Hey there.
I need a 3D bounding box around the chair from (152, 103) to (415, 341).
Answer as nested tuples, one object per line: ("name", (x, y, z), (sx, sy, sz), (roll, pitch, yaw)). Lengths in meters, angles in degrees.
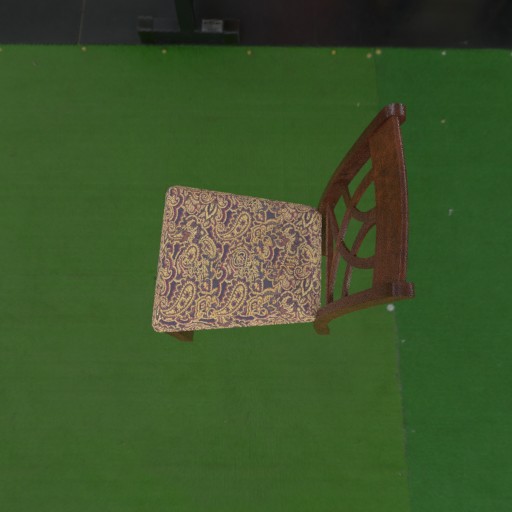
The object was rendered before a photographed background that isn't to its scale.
("chair", (0.000, 0.000, 1.291), (0.584, 0.965, 0.457), (3, 75, 1))
